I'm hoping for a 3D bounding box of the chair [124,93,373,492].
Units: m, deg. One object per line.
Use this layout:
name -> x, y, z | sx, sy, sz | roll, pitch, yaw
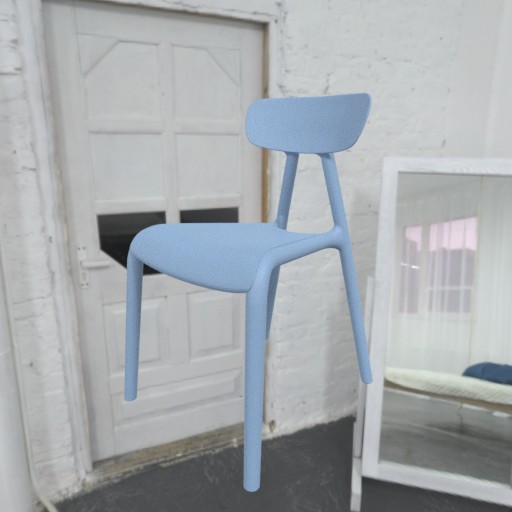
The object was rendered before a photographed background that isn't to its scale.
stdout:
chair -> 0.000, 0.000, 0.828 | 0.356, 0.580, 0.401 | 14, 21, 41
